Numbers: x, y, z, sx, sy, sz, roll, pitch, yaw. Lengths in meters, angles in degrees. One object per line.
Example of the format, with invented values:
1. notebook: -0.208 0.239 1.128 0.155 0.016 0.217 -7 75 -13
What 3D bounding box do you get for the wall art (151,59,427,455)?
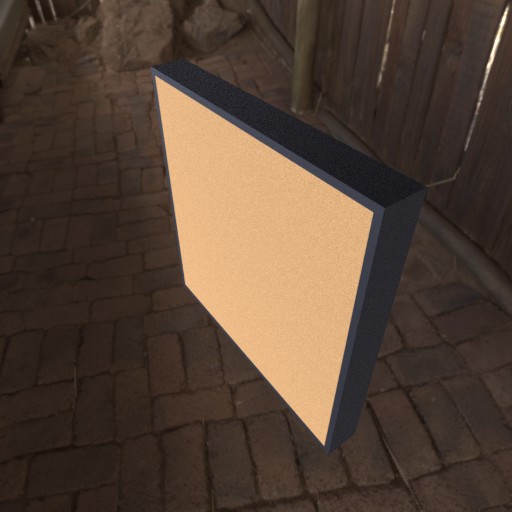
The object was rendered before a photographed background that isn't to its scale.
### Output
1. wall art: 0.000 0.000 0.454 0.038 0.304 0.304 -25 47 -26
